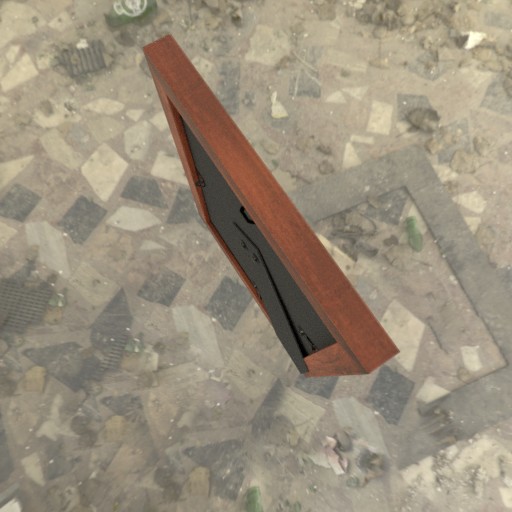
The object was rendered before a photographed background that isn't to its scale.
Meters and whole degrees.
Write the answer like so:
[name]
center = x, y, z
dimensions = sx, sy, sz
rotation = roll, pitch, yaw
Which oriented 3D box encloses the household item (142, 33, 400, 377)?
[household item]
center = 0.000, 0.000, 0.334
dimensions = 0.020, 0.250, 0.200
rotation = -32, 77, -8
